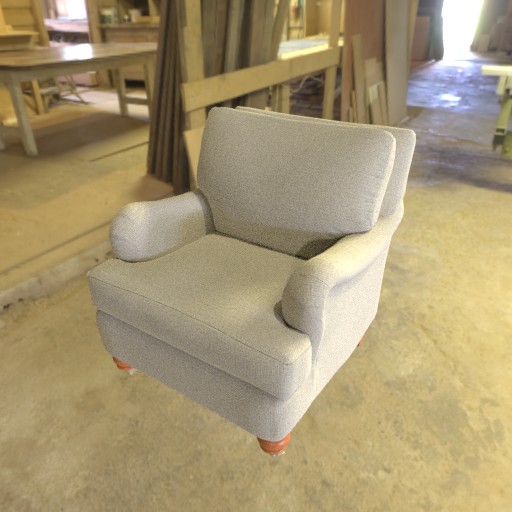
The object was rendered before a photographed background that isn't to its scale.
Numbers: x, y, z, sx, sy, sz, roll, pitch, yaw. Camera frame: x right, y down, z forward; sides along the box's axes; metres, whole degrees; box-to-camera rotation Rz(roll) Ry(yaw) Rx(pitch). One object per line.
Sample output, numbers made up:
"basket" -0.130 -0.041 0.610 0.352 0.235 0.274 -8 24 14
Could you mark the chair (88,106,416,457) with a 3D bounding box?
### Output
"chair" 0.000 0.000 1.851 0.955 1.038 1.070 18 34 29
